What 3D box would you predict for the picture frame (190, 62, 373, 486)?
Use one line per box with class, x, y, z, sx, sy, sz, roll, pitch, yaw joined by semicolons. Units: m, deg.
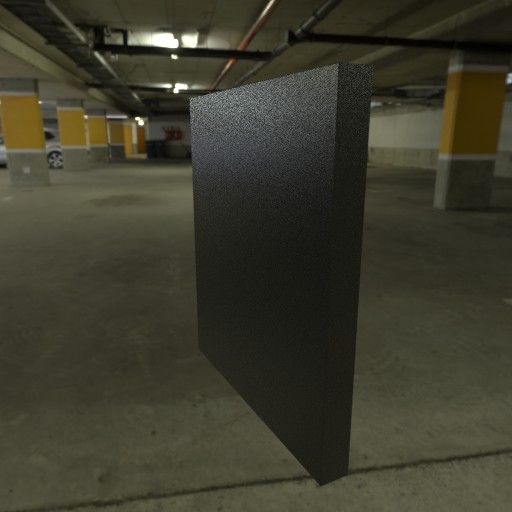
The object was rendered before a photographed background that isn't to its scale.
picture frame;0.000;0.000;0.526;0.034;0.378;0.328;-8;16;-27
